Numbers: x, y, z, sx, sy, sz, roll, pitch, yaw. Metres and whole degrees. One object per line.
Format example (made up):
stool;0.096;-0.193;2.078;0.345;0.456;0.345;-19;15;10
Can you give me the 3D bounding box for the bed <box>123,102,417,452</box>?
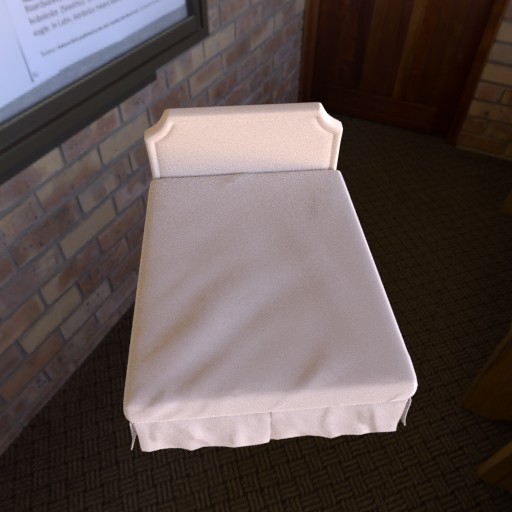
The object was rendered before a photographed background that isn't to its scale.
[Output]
bed;0.000;0.000;3.536;1.977;1.293;2.498;-4;47;-4
